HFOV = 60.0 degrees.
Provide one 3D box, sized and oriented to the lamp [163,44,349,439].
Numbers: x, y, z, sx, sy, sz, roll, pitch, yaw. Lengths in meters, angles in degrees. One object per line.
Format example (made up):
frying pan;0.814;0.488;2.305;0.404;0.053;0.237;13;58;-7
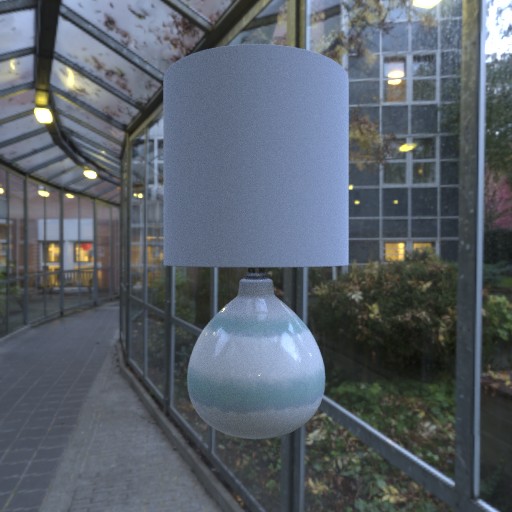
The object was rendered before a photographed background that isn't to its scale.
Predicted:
lamp;0.000;0.000;0.530;0.217;0.404;0.217;0;0;0
